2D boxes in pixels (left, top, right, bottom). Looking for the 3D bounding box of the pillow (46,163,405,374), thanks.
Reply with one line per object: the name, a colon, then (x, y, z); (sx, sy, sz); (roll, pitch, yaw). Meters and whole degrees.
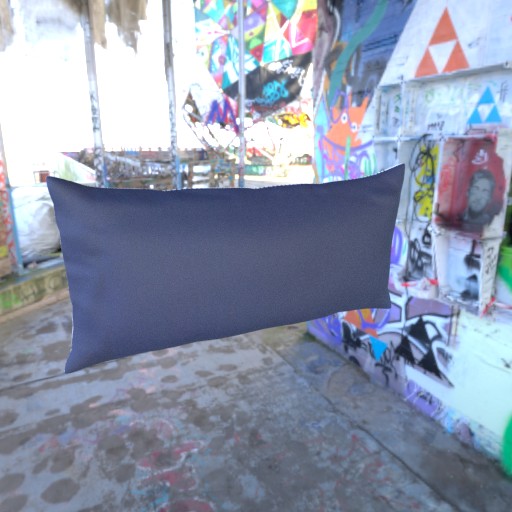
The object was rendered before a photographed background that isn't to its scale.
pillow: (0.000, 0.000, 0.729); (0.610, 0.287, 0.151); (-7, 16, -25)
